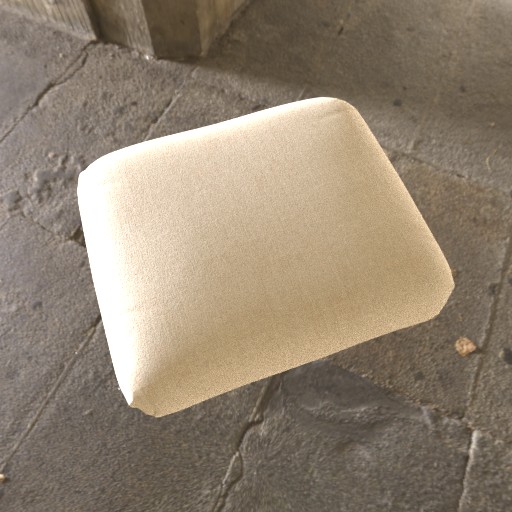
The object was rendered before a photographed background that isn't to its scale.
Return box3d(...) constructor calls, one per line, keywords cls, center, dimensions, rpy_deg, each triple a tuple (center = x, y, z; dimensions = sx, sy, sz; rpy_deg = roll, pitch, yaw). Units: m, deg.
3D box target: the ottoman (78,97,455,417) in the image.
box3d(cls="ottoman", center=(0.000, 0.000, 1.128), dimensions=(0.747, 0.450, 0.622), rpy_deg=(-18, 66, -8))
